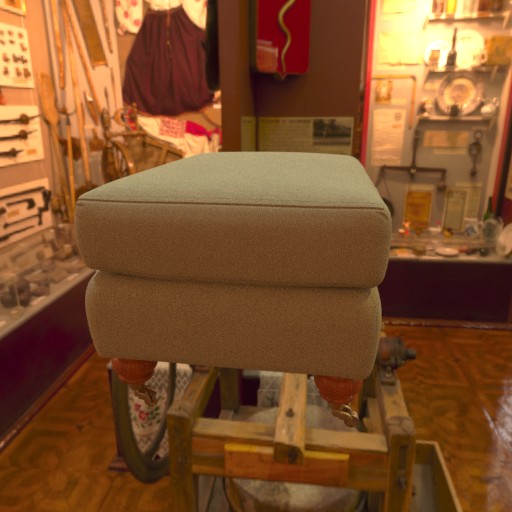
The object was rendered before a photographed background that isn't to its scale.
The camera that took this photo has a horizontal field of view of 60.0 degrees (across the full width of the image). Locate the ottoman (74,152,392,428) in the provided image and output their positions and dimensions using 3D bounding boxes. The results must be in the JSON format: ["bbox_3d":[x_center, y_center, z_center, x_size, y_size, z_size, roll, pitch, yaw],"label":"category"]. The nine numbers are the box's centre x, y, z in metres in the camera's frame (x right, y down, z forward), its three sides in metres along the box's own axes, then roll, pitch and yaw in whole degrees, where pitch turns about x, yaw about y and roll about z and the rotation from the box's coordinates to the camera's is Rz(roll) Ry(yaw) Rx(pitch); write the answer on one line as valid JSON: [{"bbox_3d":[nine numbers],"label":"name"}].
[{"bbox_3d":[0.000,0.000,1.148,0.569,0.499,0.773,3,18,9],"label":"ottoman"}]
